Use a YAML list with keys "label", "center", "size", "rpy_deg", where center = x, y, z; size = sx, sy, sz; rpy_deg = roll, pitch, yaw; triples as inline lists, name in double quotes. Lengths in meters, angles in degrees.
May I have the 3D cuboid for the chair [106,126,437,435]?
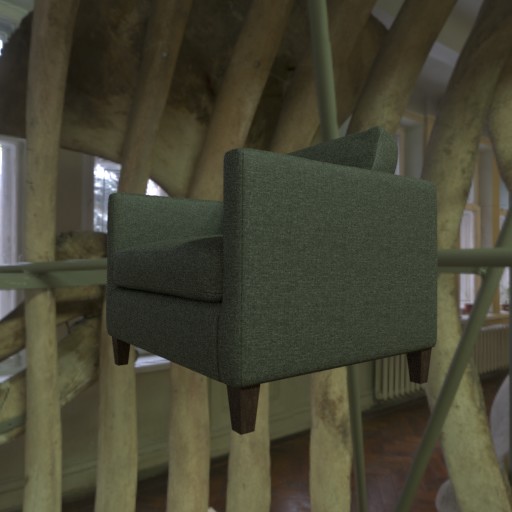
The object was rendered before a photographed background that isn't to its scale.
- label: "chair"
  center: [0.000, 0.000, 1.839]
  size: [0.959, 0.963, 1.107]
  rpy_deg: [0, -1, -36]
